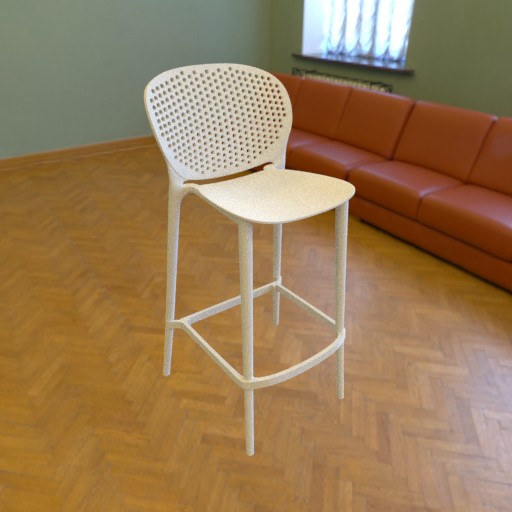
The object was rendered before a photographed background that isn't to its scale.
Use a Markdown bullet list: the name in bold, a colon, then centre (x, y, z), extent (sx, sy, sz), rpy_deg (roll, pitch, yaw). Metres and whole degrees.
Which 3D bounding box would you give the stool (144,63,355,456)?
- **stool**: centre (0.000, 0.000, 1.367), extent (0.536, 1.045, 0.535), rpy_deg (-19, 35, -30)
